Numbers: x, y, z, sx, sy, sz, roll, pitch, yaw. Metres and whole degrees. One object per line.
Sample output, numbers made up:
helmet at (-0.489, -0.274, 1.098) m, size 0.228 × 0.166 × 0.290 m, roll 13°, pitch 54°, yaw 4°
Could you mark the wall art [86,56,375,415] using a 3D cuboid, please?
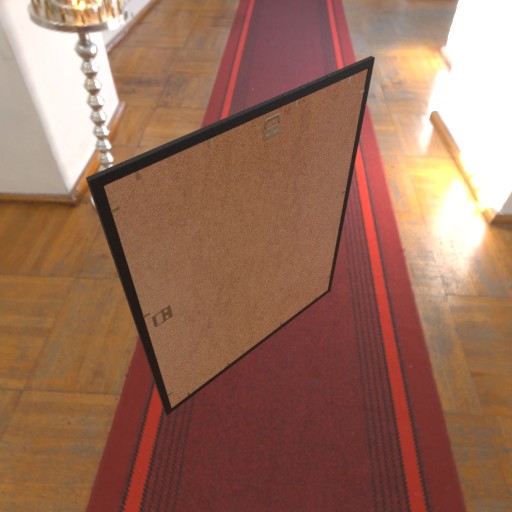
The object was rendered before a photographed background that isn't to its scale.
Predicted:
wall art at (0.000, 0.000, 0.912) m, size 0.559 × 0.660 × 0.018 m, roll -32°, pitch 54°, yaw -27°
